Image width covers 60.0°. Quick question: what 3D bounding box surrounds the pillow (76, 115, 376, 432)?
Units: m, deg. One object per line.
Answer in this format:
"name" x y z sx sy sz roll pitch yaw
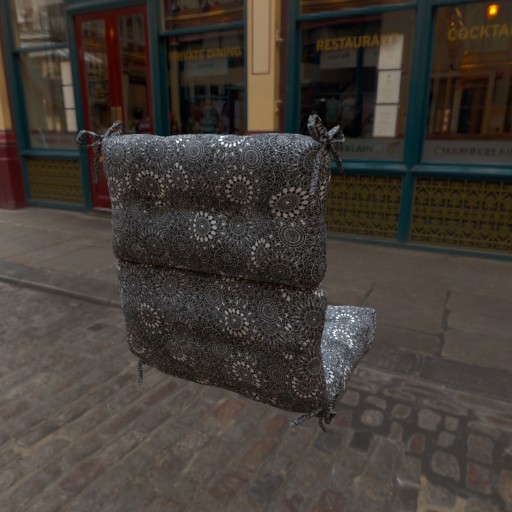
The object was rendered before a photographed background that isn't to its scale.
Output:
"pillow" 0.000 0.000 1.044 0.519 0.605 0.571 7 17 26
